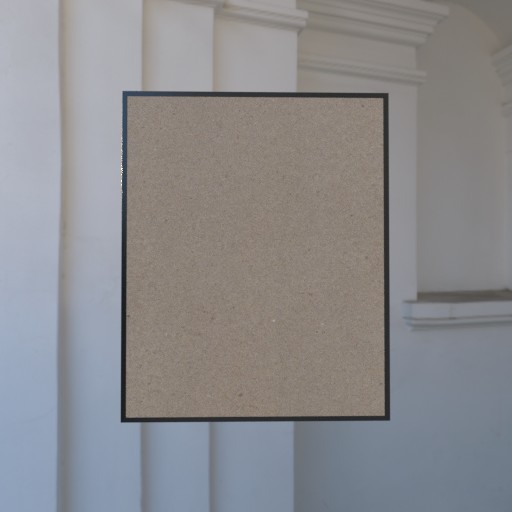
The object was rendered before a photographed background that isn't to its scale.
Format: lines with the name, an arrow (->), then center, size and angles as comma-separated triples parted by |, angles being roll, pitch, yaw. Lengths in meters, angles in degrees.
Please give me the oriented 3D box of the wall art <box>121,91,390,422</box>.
wall art -> 0.000, 0.000, 0.759 | 0.448, 0.551, 0.038 | 0, -1, -1
